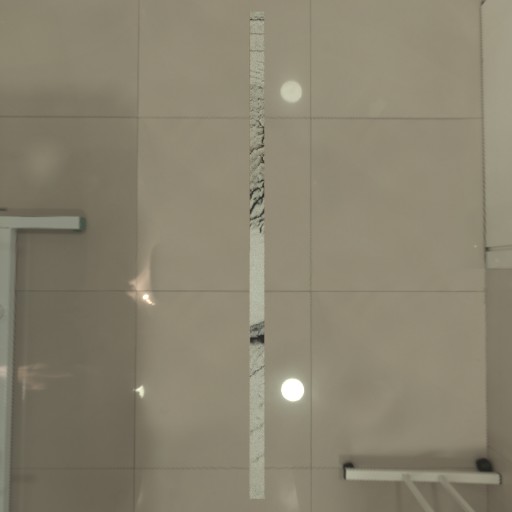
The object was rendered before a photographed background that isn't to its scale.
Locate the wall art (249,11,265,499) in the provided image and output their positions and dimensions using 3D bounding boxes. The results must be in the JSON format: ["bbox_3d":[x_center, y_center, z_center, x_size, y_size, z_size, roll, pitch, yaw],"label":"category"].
[{"bbox_3d":[0.000,0.000,1.416,0.035,0.758,1.141,0,88,0],"label":"wall art"}]
